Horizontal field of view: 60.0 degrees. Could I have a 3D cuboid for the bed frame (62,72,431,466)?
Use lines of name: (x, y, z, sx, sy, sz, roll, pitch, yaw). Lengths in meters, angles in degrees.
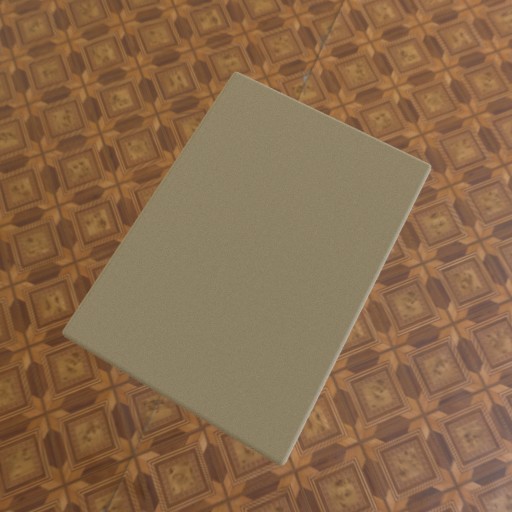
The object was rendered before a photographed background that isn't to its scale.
bed frame: (0.000, 0.000, 3.773, 2.205, 0.680, 2.842, 35, 78, 9)
